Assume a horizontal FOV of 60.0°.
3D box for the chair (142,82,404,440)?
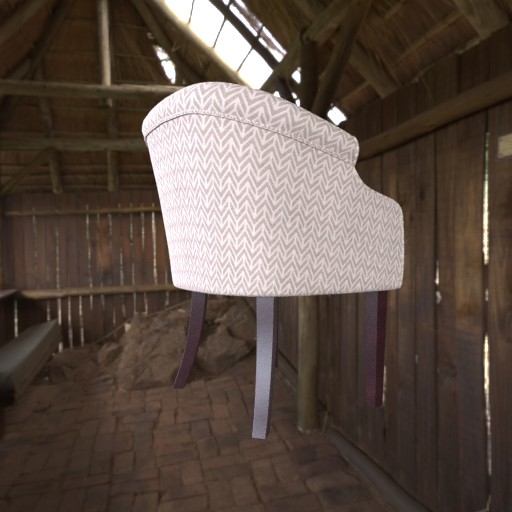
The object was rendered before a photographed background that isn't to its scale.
[{"bbox_3d":[0.000,0.000,1.330,0.613,0.858,0.686,-1,2,-35],"label":"chair"}]
